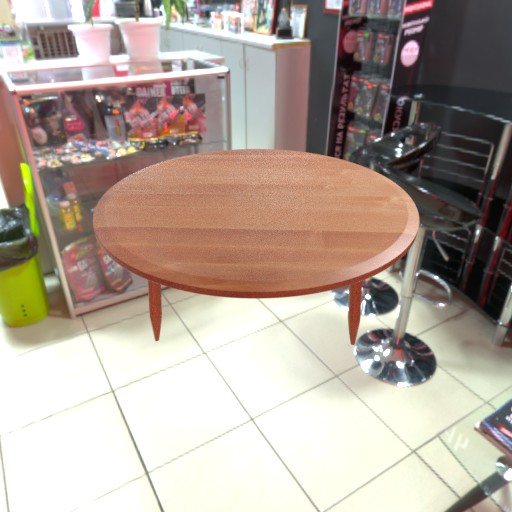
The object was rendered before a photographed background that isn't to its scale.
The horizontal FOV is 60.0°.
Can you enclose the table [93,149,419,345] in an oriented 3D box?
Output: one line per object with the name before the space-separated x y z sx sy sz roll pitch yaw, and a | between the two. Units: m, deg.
table | 0.000 0.000 1.380 0.900 0.400 0.900 0 32 0
